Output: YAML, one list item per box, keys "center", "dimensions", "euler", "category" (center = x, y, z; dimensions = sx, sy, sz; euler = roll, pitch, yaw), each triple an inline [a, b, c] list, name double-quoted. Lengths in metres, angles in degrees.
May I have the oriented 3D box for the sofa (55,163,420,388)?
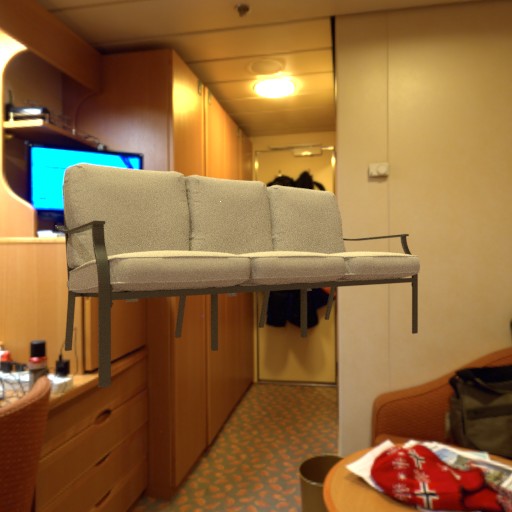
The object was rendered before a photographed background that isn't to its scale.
- center: [0.000, 0.000, 2.229]
  dimensions: [1.740, 0.860, 0.787]
  euler: [0, 0, -36]
  category: "sofa"
